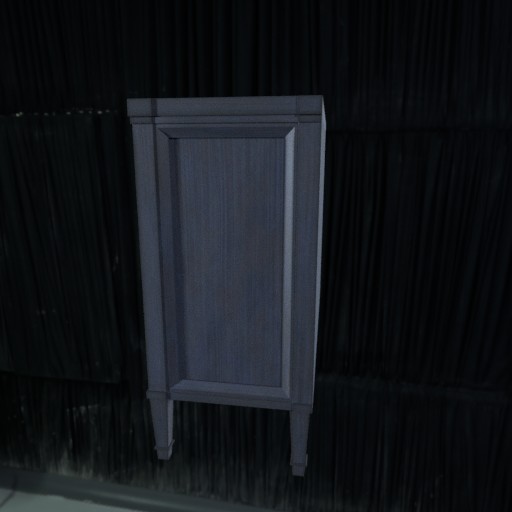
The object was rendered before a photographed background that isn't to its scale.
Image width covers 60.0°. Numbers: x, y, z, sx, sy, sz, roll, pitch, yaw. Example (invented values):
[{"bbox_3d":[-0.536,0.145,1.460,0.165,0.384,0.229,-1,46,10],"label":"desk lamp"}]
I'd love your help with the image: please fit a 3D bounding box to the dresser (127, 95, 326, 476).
[{"bbox_3d":[0.000,0.000,1.621,0.463,0.986,1.049,2,14,9],"label":"dresser"}]
